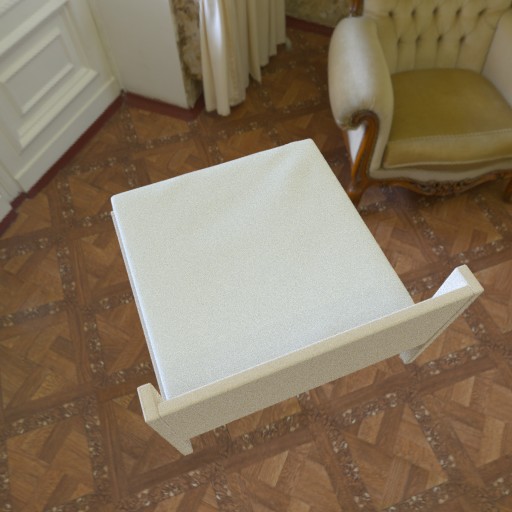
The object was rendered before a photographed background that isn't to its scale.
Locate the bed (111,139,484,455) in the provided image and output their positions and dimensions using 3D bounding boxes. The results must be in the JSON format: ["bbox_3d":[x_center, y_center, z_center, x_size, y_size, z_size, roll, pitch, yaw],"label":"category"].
[{"bbox_3d":[0.000,0.000,3.692,2.145,1.471,2.293,-19,61,-11],"label":"bed"}]
